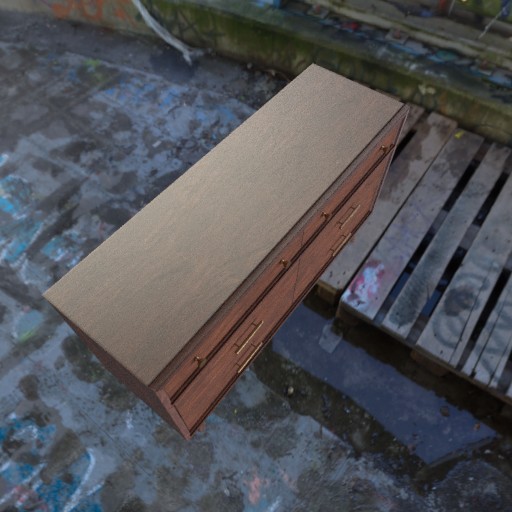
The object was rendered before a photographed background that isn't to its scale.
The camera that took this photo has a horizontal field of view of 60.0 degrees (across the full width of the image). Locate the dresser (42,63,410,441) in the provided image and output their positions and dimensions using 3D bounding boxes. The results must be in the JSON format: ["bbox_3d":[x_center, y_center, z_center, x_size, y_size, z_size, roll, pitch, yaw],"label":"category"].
[{"bbox_3d":[0.000,0.000,1.949,0.500,0.889,1.472,33,63,19],"label":"dresser"}]
